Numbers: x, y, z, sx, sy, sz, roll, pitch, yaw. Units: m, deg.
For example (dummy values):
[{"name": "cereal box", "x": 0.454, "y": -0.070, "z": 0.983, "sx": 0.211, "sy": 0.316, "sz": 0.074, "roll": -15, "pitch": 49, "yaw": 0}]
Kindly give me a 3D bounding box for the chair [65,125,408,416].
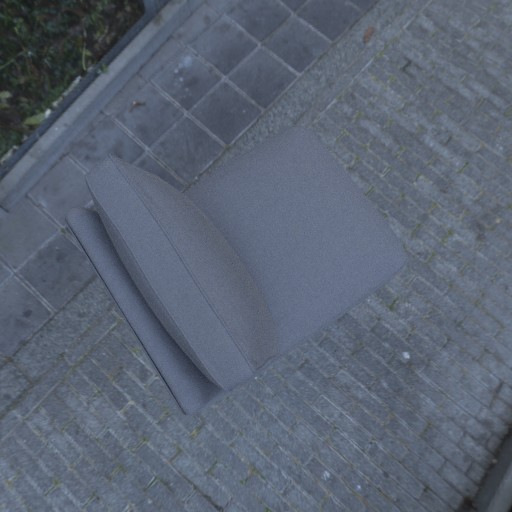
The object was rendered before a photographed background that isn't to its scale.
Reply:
[{"name": "chair", "x": 0.000, "y": 0.000, "z": 1.653, "sx": 0.924, "sy": 1.045, "sz": 0.724, "roll": -34, "pitch": 77, "yaw": -9}]
